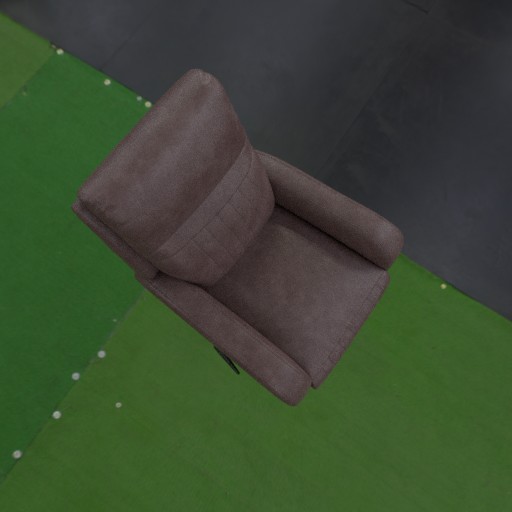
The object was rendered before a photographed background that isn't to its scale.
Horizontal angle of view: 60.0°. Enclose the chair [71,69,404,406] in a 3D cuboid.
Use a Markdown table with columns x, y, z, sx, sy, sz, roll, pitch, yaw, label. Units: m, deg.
| x | y | z | sx | sy | sz | roll | pitch | yaw | label |
| --- | --- | --- | --- | --- | --- | --- | --- | --- | --- |
| 0.000 | 0.000 | 1.848 | 1.067 | 1.067 | 0.865 | 35 | 78 | 9 | chair |
